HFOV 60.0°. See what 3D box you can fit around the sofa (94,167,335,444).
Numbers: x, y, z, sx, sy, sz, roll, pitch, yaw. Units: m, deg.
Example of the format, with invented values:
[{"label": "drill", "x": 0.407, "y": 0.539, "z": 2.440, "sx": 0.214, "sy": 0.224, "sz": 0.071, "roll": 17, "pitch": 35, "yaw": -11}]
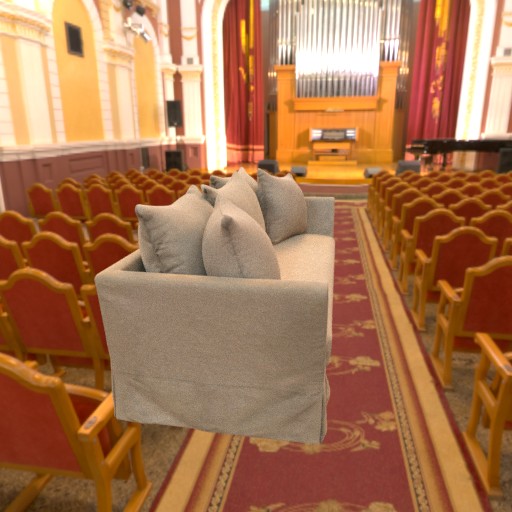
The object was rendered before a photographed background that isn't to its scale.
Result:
[{"label": "sofa", "x": 0.000, "y": 0.000, "z": 2.894, "sx": 1.031, "sy": 1.034, "sz": 2.290, "roll": 3, "pitch": 17, "yaw": 10}]
